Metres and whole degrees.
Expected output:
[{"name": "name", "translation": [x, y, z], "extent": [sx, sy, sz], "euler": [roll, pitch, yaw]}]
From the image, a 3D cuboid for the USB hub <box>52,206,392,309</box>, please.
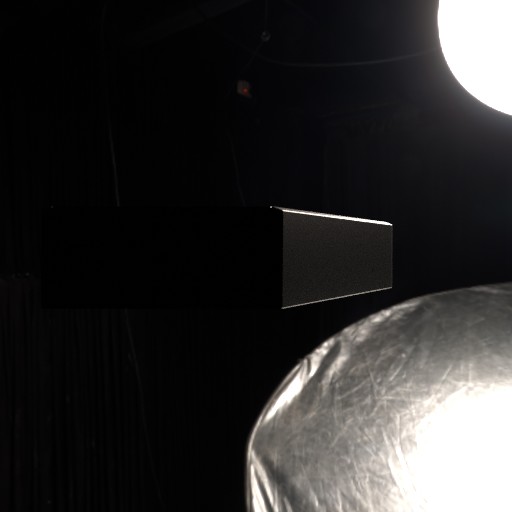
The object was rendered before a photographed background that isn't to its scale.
[{"name": "USB hub", "translation": [0.000, 0.000, 0.129], "extent": [0.044, 0.023, 0.110], "euler": [1, 1, 37]}]
